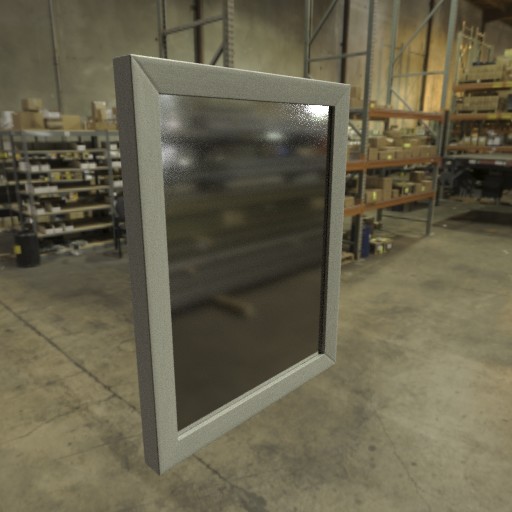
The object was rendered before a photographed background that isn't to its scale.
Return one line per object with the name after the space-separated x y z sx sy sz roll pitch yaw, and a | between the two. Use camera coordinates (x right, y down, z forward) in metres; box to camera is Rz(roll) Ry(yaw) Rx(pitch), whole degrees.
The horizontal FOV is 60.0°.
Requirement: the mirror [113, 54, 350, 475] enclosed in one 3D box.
0.000 0.000 0.665 0.041 0.508 0.405 14 21 42 | mirror
